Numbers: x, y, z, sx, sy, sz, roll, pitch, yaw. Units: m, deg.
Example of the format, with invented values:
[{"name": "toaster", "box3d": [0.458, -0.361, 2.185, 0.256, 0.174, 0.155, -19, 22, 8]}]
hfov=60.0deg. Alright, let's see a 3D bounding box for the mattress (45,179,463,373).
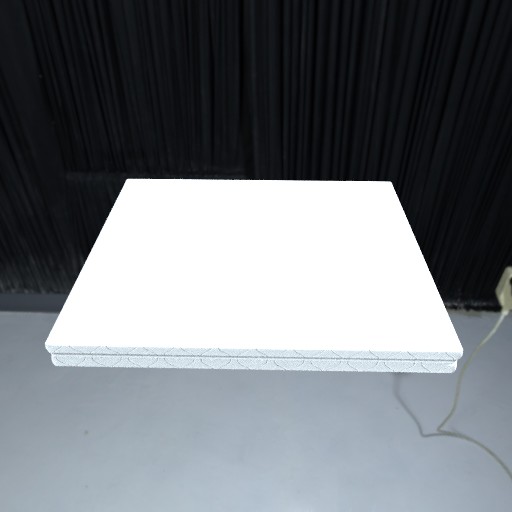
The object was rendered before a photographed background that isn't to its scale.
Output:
[{"name": "mattress", "box3d": [0.000, 0.000, 2.778, 2.000, 0.200, 1.600, 1, 39, 1]}]
